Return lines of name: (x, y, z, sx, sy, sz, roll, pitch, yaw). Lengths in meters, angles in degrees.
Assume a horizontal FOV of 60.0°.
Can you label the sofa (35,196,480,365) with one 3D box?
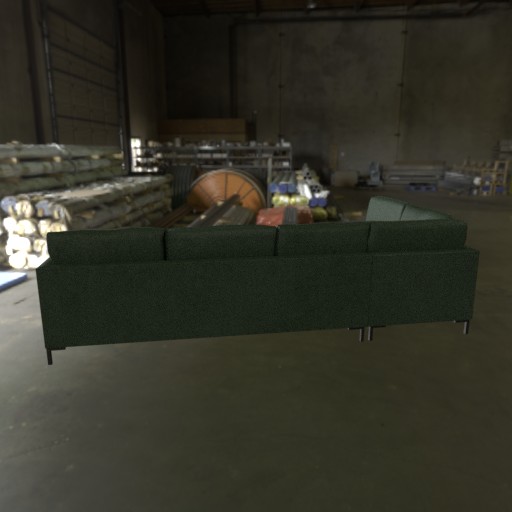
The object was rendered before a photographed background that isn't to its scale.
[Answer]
sofa: (0.000, 0.000, 4.316, 3.384, 0.996, 2.048, -2, 14, -9)
